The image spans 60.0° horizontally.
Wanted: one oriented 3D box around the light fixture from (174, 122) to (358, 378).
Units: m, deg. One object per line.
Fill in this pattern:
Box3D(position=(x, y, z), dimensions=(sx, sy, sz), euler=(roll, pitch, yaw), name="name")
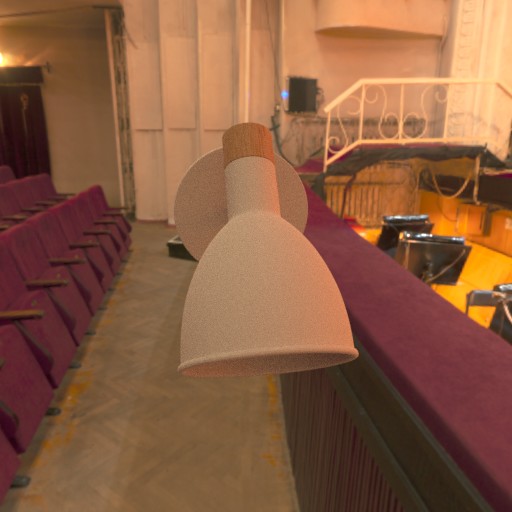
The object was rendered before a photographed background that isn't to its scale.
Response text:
Box3D(position=(0.000, 0.000, 0.341), dimensions=(0.127, 0.199, 0.209), euler=(-2, 15, -8), name="light fixture")
